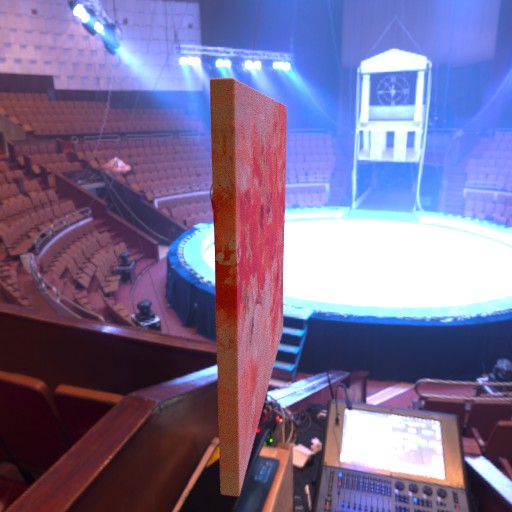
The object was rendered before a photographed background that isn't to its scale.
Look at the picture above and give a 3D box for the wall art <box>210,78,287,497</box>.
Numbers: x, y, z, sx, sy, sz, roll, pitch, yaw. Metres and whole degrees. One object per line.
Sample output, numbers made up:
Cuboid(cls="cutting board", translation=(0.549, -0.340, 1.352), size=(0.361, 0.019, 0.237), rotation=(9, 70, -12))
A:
Cuboid(cls="wall art", translation=(0.000, 0.000, 1.101), size=(0.064, 0.746, 0.747), rotation=(3, 16, 9))
